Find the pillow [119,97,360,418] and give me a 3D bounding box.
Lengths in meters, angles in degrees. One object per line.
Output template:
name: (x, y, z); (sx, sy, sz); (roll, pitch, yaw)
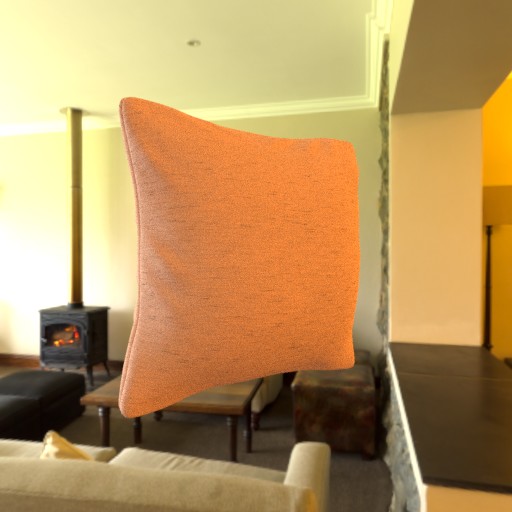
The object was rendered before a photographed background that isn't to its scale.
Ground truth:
pillow: (0.000, 0.000, 0.691); (0.432, 0.415, 0.246); (-1, 1, -36)
